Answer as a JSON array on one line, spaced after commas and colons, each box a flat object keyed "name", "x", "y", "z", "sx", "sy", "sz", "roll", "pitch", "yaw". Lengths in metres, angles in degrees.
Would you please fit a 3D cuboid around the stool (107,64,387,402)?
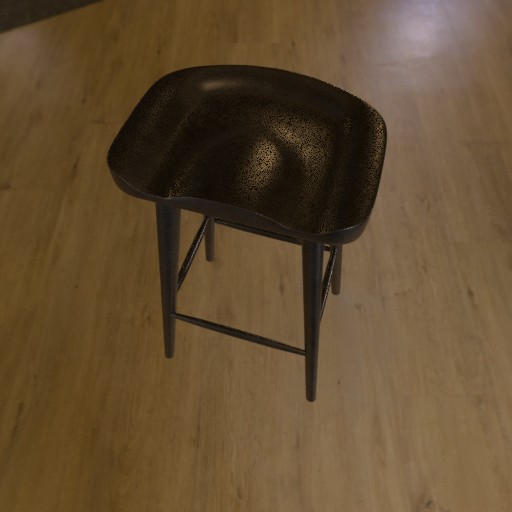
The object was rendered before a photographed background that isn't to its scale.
[{"name": "stool", "x": 0.000, "y": 0.000, "z": 1.001, "sx": 0.440, "sy": 0.749, "sz": 0.361, "roll": 15, "pitch": 59, "yaw": 9}]
